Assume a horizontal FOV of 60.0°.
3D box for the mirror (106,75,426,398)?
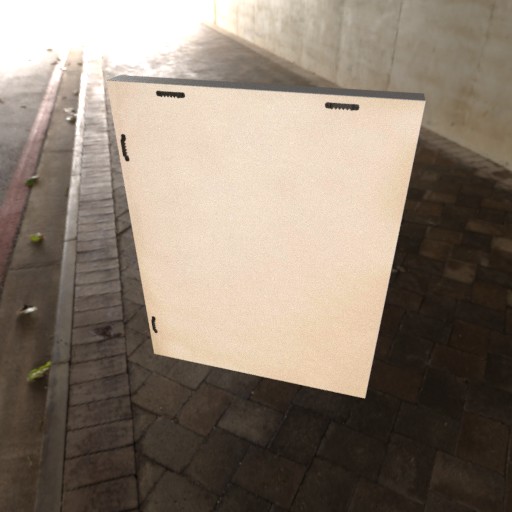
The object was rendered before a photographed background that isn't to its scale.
[{"bbox_3d":[0.000,0.000,0.696,0.405,0.508,0.041,9,34,13],"label":"mirror"}]
